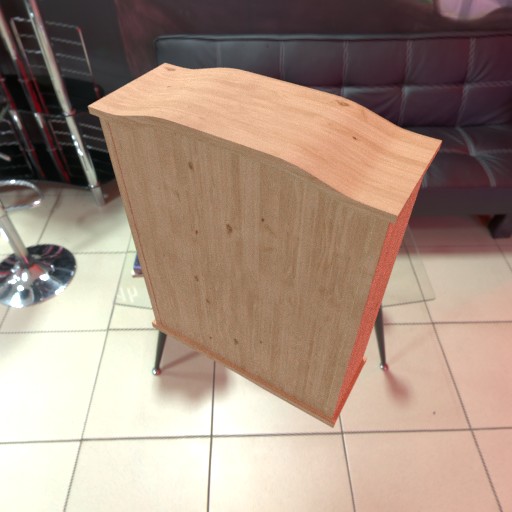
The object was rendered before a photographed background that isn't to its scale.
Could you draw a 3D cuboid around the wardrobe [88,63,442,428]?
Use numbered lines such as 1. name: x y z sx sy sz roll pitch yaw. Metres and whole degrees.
1. wardrobe: 0.000 0.000 2.598 1.500 1.870 0.570 24 51 21
